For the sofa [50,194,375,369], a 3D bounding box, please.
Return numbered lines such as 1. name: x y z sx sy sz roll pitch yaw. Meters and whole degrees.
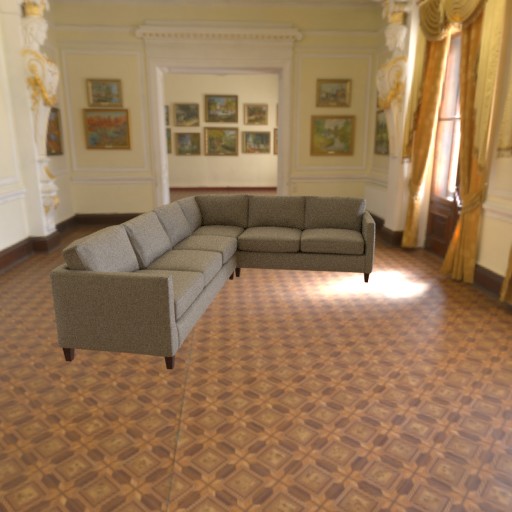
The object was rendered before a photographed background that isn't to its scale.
1. sofa: 0.000 0.000 4.607 2.593 0.947 3.302 2 15 8
